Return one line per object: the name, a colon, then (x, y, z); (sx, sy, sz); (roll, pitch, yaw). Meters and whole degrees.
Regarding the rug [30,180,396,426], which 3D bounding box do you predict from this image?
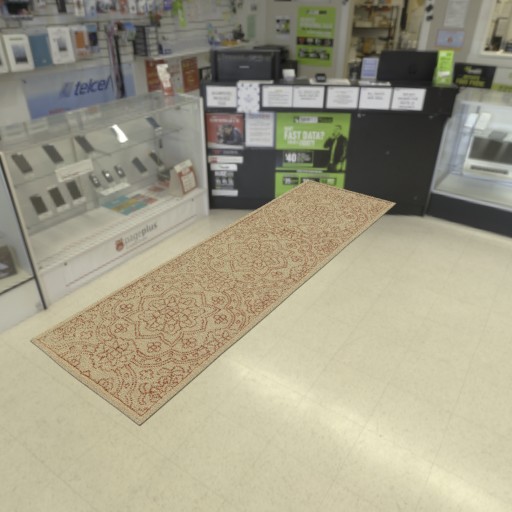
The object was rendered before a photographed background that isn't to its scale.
rug: (0.000, 0.000, 2.664); (0.769, 0.012, 2.448); (22, 38, 31)
